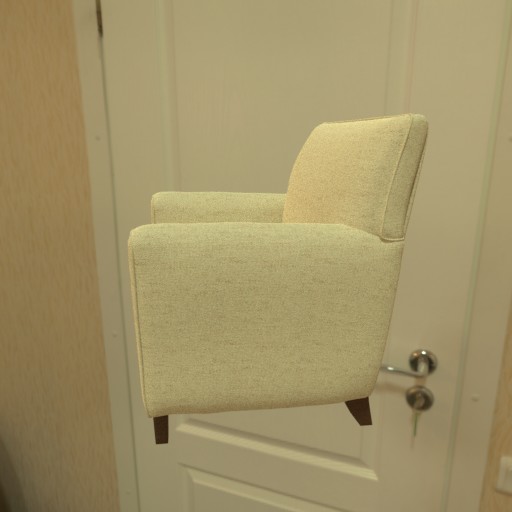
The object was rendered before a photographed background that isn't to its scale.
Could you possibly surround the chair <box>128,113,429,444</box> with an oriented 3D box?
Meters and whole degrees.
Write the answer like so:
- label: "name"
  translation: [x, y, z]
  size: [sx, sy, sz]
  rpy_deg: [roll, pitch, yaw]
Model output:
- label: "chair"
  translation: [0.000, 0.000, 1.588]
  size: [0.823, 0.943, 0.870]
  rpy_deg: [-2, 15, -8]
